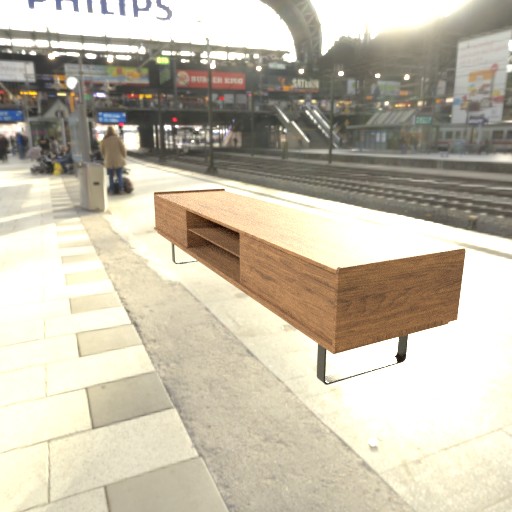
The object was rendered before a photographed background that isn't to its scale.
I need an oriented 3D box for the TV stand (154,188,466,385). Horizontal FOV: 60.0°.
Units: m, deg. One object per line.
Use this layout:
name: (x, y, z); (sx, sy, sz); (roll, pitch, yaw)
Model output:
TV stand: (0.000, 0.000, 2.007); (0.467, 0.415, 1.796); (-7, 17, -26)
